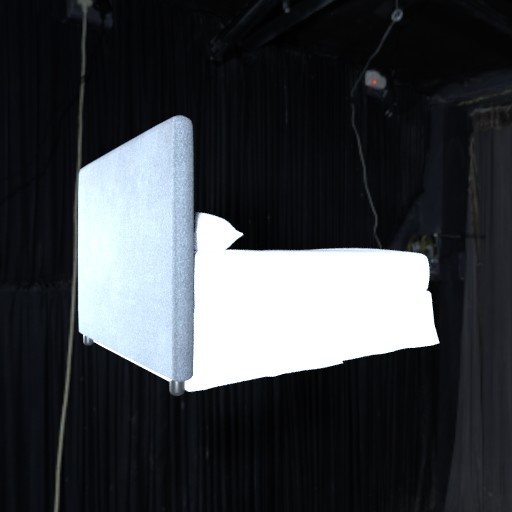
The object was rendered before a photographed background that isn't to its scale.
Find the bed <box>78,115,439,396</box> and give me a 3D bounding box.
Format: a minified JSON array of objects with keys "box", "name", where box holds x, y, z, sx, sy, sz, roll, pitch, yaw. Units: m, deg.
[{"box":[0.000,0.000,3.304,2.142,1.330,1.713,0,0,-36],"name":"bed"}]
